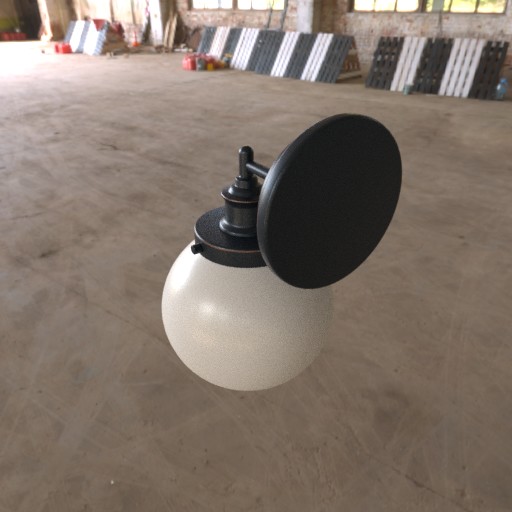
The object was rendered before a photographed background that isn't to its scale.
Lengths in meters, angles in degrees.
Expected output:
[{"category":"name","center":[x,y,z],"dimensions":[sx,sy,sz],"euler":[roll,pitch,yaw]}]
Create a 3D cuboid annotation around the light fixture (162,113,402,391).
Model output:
[{"category":"light fixture","center":[0.000,0.000,0.468],"dimensions":[0.197,0.332,0.230],"euler":[-19,35,-29]}]
